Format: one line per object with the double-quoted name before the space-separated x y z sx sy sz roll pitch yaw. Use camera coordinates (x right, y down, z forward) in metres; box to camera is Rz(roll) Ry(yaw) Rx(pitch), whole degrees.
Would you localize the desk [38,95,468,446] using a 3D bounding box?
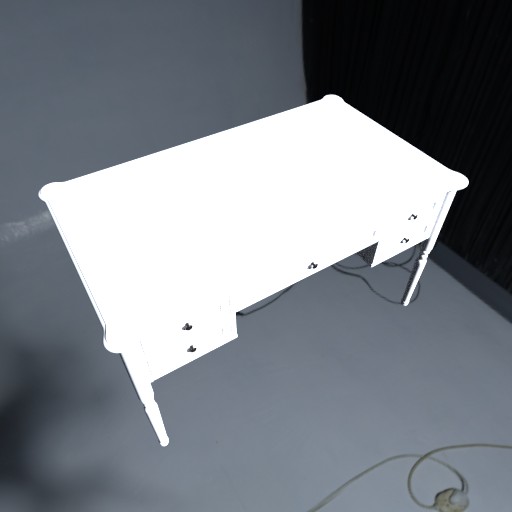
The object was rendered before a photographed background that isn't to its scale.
"desk" 0.000 0.000 1.879 1.380 0.762 0.807 -24 51 -21
